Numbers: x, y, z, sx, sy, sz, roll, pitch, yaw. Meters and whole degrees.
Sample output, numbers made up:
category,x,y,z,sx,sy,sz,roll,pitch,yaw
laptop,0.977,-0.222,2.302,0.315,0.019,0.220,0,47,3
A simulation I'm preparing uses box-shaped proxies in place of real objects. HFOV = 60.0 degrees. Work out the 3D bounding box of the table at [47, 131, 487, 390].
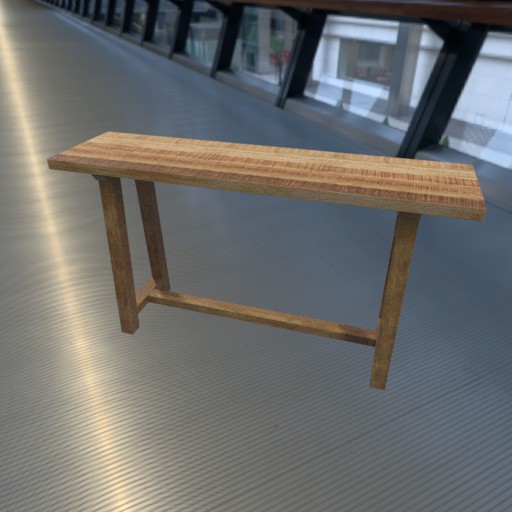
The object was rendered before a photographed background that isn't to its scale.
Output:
category,x,y,z,sx,sy,sz,roll,pitch,yaw
table,0.000,0.000,1.847,1.524,0.810,0.405,9,32,15
